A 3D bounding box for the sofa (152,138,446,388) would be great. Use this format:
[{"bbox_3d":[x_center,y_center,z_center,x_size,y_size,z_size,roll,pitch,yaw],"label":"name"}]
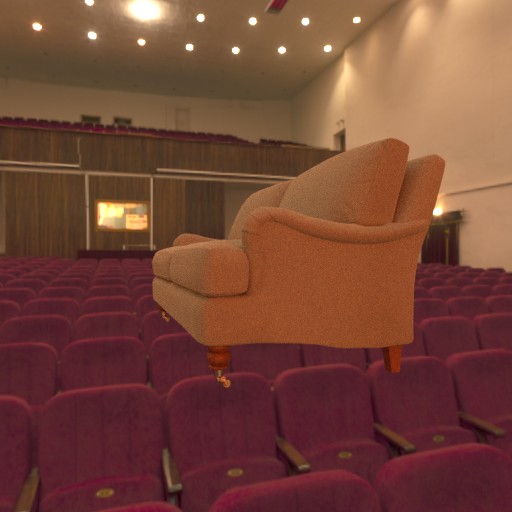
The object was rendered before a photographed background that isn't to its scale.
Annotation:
[{"bbox_3d":[0.000,0.000,2.686,1.091,0.997,2.070,0,0,-18],"label":"sofa"}]
